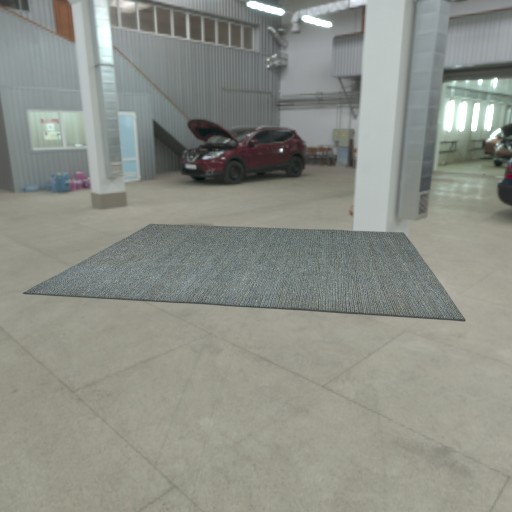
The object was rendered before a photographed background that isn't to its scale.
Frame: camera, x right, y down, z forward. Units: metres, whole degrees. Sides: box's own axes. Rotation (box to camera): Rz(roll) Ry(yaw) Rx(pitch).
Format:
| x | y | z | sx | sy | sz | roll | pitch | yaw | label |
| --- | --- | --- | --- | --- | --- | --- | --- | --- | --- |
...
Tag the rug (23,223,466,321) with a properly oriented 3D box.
| x | y | z | sx | sy | sz | roll | pitch | yaw | label |
| --- | --- | --- | --- | --- | --- | --- | --- | --- | --- |
| 0.000 | 0.000 | 4.164 | 3.068 | 0.021 | 2.456 | 3 | 16 | 9 | rug |
